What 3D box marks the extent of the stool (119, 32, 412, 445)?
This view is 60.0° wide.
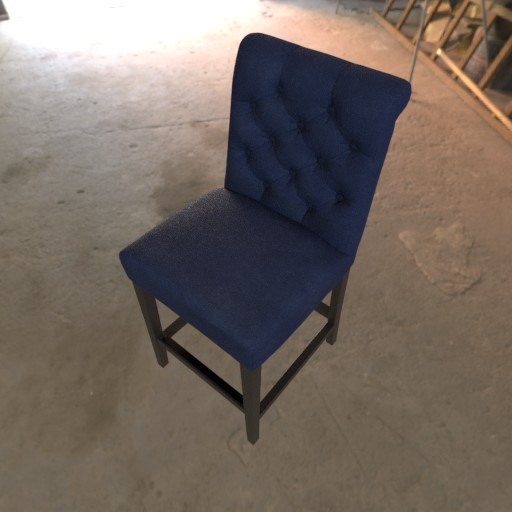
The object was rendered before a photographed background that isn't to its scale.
[{"bbox_3d":[0.000,0.000,1.301,0.493,1.010,0.601,31,55,26],"label":"stool"}]
